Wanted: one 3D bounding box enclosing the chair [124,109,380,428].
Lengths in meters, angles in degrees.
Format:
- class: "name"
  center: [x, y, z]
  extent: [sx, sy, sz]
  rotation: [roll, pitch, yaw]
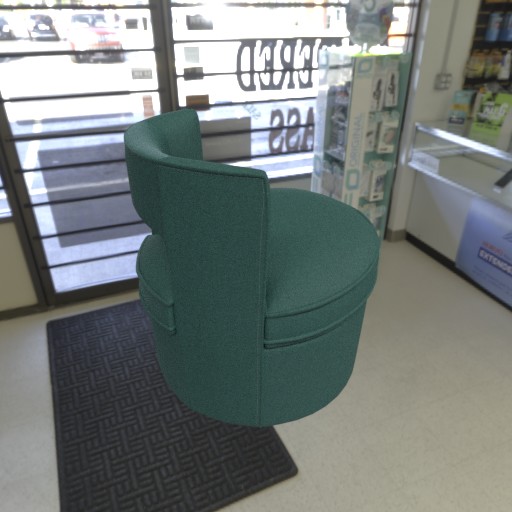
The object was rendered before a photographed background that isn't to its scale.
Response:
- class: "chair"
  center: [0.000, 0.000, 1.247]
  extent: [0.660, 0.711, 0.684]
  rotation: [-10, 31, -17]
